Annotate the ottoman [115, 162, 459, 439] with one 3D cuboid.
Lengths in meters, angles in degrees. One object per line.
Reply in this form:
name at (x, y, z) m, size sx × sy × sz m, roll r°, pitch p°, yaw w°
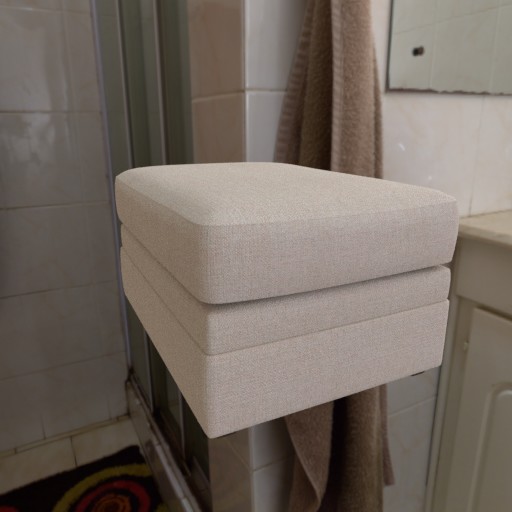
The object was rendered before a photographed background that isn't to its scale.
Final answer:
ottoman at (0.000, 0.000, 1.261) m, size 0.637 × 0.478 × 0.885 m, roll -8°, pitch 18°, yaw -25°
